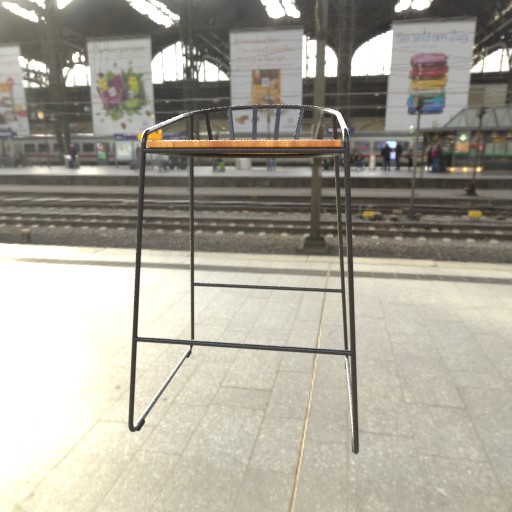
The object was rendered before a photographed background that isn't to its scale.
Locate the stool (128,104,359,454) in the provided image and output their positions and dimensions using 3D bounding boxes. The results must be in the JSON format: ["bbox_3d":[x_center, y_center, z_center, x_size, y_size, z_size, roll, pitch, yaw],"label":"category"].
[{"bbox_3d":[0.000,0.000,1.183,0.546,0.812,0.521,2,13,9],"label":"stool"}]
